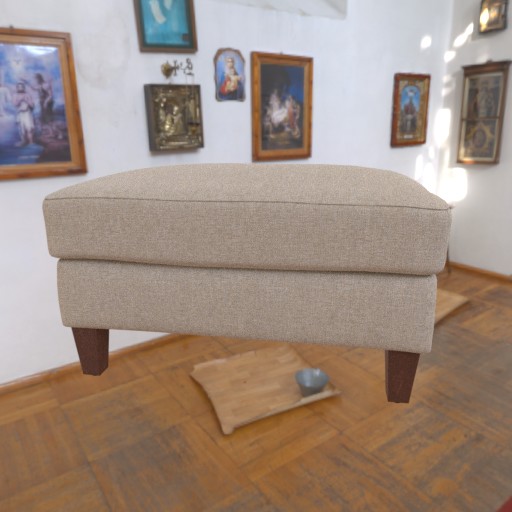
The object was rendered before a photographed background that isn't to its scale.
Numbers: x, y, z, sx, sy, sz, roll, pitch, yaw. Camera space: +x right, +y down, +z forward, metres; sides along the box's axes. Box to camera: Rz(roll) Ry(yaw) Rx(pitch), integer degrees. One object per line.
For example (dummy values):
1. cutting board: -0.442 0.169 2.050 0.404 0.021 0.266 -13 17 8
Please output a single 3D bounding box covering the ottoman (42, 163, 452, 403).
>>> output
1. ottoman: 0.000 0.000 1.281 0.898 0.519 0.677 2 16 9
